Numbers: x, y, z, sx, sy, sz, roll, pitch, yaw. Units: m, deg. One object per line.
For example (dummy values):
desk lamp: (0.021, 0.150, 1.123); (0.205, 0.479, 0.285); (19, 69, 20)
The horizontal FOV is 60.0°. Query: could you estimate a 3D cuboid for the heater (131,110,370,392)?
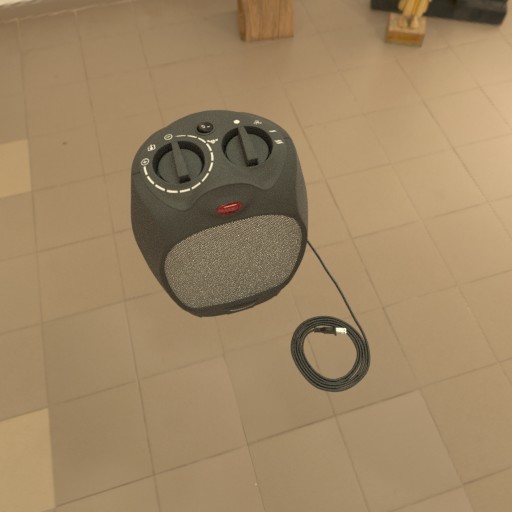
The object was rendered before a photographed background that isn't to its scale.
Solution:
heater: (0.000, 0.000, 0.482); (0.239, 0.255, 0.291); (-15, 64, -8)
